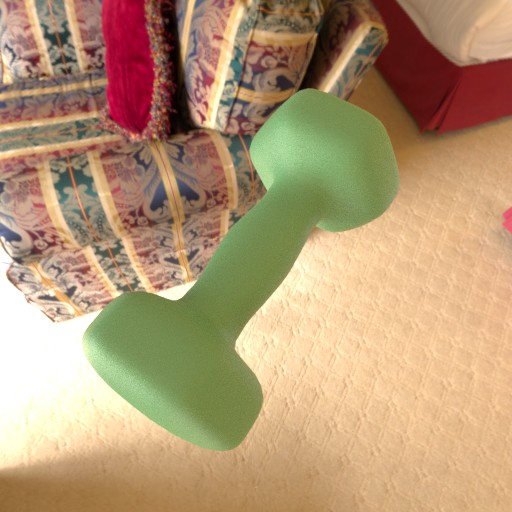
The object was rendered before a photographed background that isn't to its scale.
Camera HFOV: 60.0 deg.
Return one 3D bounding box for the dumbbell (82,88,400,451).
[{"bbox_3d":[0.000,0.000,0.320,0.126,0.114,0.257,31,67,15],"label":"dumbbell"}]
